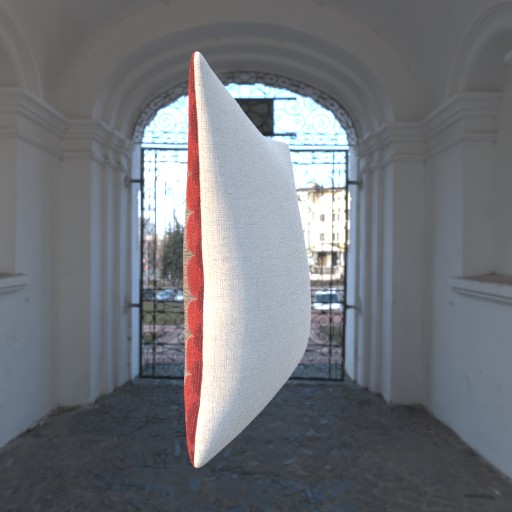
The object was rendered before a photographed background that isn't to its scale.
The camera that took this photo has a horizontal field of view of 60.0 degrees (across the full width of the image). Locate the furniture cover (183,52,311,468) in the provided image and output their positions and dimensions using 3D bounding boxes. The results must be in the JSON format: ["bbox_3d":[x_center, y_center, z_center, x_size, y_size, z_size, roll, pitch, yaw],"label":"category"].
[{"bbox_3d":[0.000,0.000,0.644,0.145,0.420,0.435,0,1,16],"label":"furniture cover"}]
